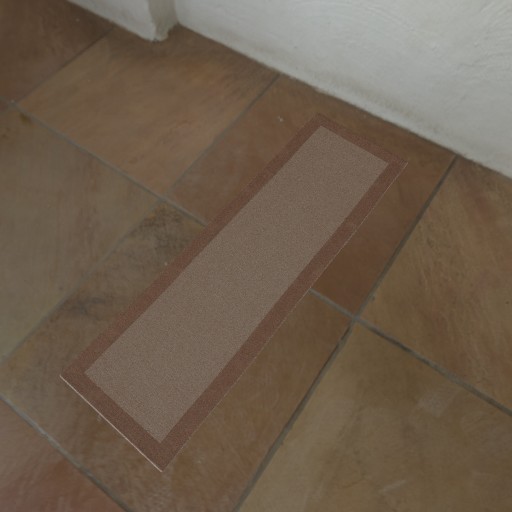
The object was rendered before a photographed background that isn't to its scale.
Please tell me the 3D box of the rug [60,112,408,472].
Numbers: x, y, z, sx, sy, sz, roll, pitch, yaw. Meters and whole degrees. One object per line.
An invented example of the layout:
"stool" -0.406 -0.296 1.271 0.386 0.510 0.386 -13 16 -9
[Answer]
"rug" 0.000 0.000 2.699 0.767 0.012 2.430 35 68 17
